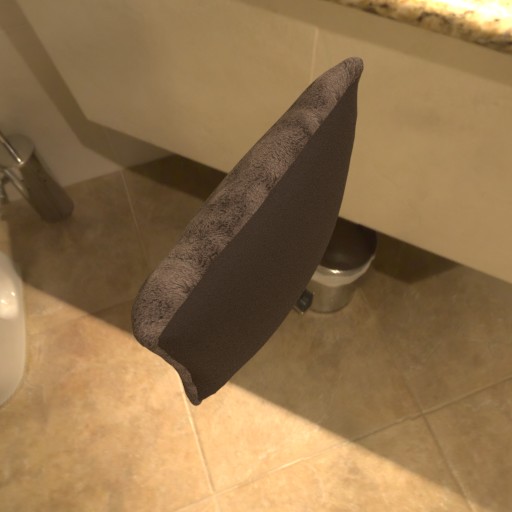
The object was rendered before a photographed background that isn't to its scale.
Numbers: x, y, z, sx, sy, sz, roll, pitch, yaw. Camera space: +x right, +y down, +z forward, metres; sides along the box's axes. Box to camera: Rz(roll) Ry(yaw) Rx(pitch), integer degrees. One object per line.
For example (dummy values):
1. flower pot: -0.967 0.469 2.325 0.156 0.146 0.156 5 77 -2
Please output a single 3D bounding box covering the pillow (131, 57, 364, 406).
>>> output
1. pillow: 0.000 0.000 0.797 0.204 0.520 0.522 30 68 13
